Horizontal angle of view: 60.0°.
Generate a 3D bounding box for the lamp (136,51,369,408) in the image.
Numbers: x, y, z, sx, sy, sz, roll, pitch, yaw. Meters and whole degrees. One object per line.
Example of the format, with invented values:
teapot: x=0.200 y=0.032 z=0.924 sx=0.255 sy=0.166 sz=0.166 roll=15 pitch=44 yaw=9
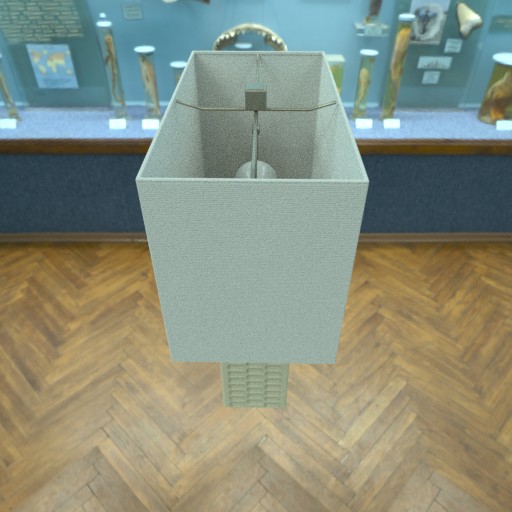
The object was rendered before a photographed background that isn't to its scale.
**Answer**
lamp: x=0.000 y=0.000 z=0.680 sx=0.200 sy=0.515 sz=0.380 roll=1 pitch=40 yaw=1
